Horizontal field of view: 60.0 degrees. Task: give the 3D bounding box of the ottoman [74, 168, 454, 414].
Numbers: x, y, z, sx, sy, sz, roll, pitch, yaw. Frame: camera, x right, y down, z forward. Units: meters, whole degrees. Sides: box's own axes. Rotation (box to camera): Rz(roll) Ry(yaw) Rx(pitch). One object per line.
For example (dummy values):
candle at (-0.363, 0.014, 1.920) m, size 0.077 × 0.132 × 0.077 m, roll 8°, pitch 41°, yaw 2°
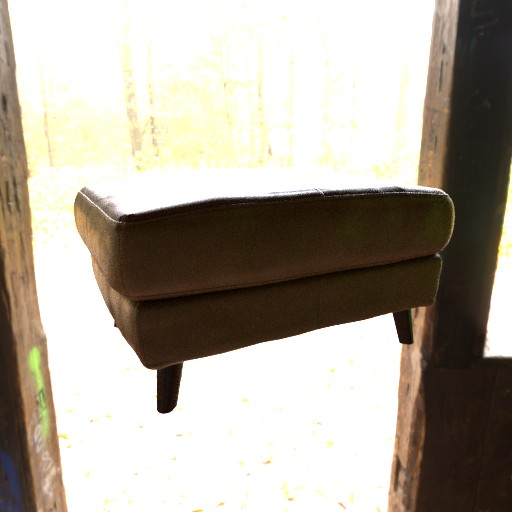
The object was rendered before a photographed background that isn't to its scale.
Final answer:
ottoman at (0.000, 0.000, 1.220) m, size 0.869 × 0.461 × 0.630 m, roll -8°, pitch 17°, yaw -27°
